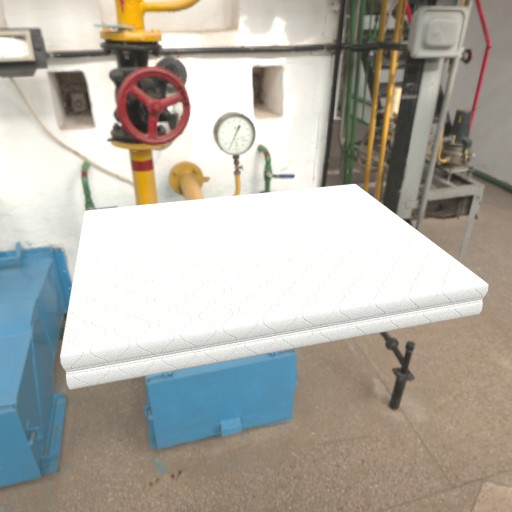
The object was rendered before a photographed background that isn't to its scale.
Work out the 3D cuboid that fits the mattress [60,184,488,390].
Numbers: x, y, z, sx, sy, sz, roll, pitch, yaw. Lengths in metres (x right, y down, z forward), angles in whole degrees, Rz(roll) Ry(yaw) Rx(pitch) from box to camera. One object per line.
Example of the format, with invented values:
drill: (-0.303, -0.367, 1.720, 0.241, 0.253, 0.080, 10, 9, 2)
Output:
mattress: (0.000, 0.000, 2.495, 1.900, 0.200, 1.400, -8, 30, -13)
